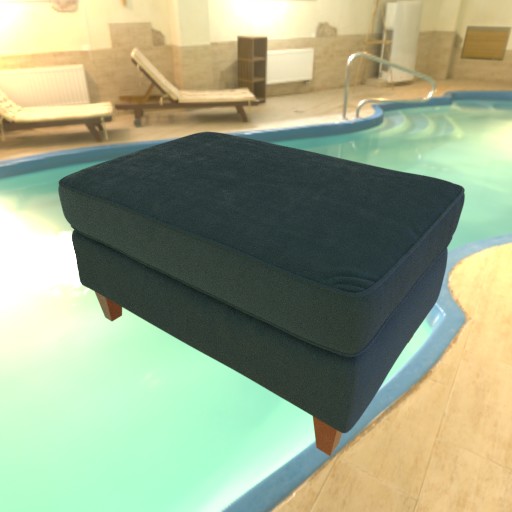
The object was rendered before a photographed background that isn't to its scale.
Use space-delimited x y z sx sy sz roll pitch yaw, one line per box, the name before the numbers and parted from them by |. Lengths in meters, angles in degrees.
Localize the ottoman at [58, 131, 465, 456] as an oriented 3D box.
ottoman | 0.000 0.000 1.177 0.862 0.484 0.583 21 37 32
